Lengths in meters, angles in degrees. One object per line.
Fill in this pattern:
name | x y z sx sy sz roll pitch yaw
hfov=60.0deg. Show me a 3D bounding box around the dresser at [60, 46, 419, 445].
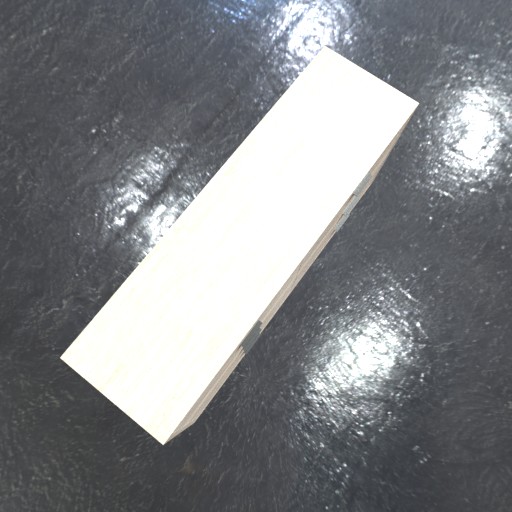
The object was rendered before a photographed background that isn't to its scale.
dresser | 0.000 0.000 2.014 0.457 0.914 1.524 36 77 9
